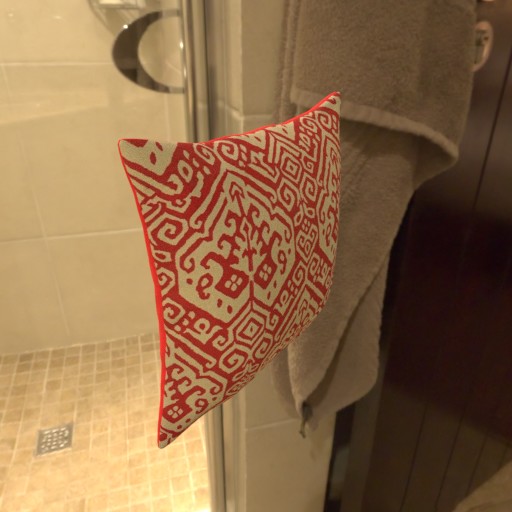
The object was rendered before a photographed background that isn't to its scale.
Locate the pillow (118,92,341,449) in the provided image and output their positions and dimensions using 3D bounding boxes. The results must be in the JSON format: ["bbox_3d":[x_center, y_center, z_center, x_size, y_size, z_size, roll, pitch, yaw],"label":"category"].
[{"bbox_3d":[0.000,0.000,0.794,0.192,0.507,0.522,19,33,33],"label":"pillow"}]
